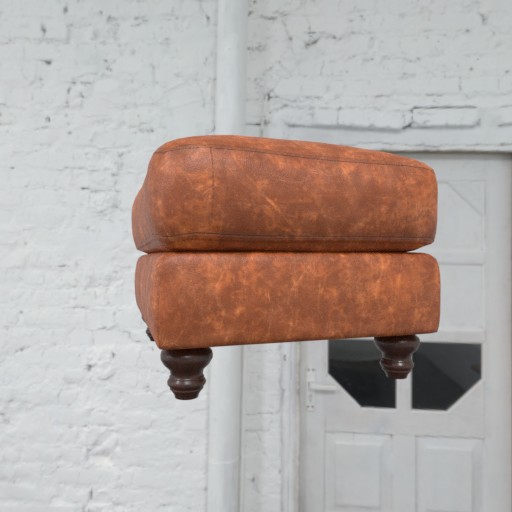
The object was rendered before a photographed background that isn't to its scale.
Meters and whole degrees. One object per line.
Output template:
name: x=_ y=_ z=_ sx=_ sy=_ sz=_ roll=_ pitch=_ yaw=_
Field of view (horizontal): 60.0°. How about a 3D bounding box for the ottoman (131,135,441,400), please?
ottoman: x=0.000 y=0.000 z=1.255 sx=0.657 sy=0.562 sz=0.832 roll=0 pitch=0 yaw=-18
